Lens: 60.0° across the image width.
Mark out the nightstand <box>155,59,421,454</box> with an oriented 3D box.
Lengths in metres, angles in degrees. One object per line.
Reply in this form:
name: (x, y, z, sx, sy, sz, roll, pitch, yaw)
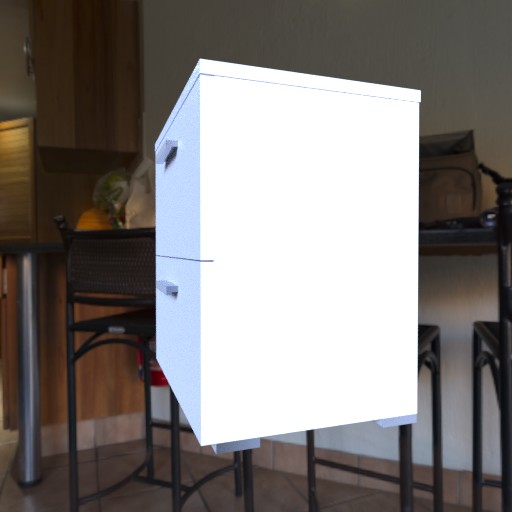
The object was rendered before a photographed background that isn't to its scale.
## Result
nightstand: (0.000, 0.000, 0.768, 0.325, 0.460, 0.441, 0, 1, -19)
